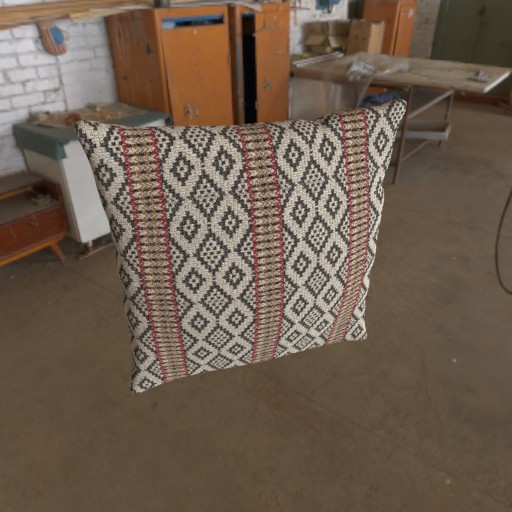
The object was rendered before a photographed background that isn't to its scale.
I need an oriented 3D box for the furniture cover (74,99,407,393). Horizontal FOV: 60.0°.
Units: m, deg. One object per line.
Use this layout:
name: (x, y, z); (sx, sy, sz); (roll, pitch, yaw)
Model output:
furniture cover: (0.000, 0.000, 0.779); (0.503, 0.506, 0.182); (-9, 33, -15)
